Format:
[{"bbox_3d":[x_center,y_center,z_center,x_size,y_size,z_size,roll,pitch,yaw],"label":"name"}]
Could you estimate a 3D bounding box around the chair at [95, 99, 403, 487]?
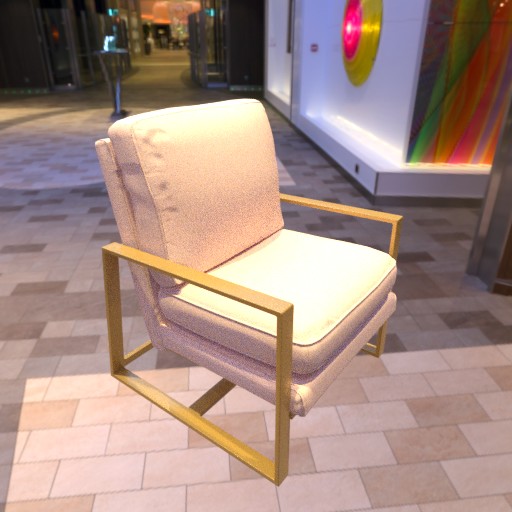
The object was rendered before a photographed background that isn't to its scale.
[{"bbox_3d":[0.000,0.000,1.520,0.813,0.956,0.758,19,32,33],"label":"chair"}]
